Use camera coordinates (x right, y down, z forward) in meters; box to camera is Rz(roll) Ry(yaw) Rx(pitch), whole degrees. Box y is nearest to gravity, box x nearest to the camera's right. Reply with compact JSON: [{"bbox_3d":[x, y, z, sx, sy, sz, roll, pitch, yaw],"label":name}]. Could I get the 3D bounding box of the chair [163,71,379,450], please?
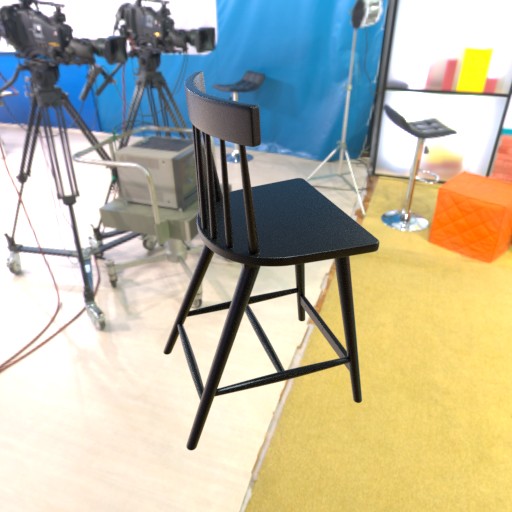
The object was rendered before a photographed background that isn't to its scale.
[{"bbox_3d":[0.000,0.000,1.293,0.572,0.952,0.483,-10,32,-17],"label":"chair"}]
